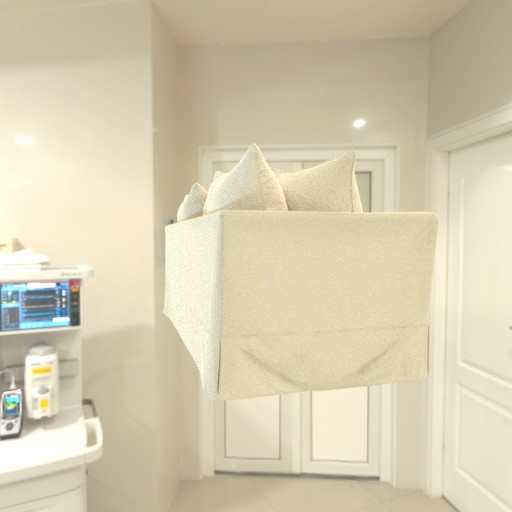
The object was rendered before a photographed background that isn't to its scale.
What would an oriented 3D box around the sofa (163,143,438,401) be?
[{"bbox_3d":[0.000,0.000,2.876,1.031,1.034,2.290,-1,3,-17],"label":"sofa"}]
